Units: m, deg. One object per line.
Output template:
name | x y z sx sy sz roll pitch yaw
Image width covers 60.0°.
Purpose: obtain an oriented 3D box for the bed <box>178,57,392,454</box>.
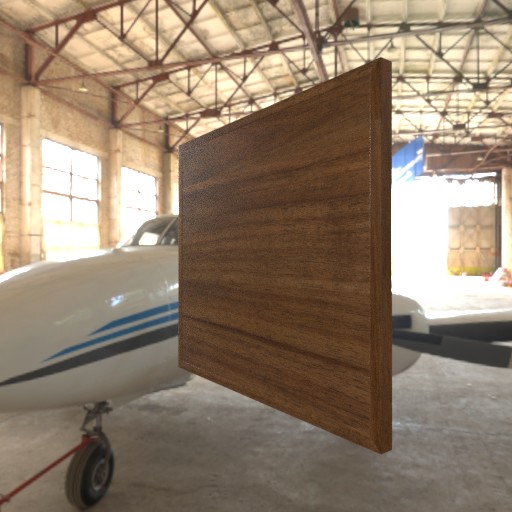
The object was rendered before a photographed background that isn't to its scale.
bed | 0.000 0.000 1.475 0.043 0.940 1.041 0 0 -37
